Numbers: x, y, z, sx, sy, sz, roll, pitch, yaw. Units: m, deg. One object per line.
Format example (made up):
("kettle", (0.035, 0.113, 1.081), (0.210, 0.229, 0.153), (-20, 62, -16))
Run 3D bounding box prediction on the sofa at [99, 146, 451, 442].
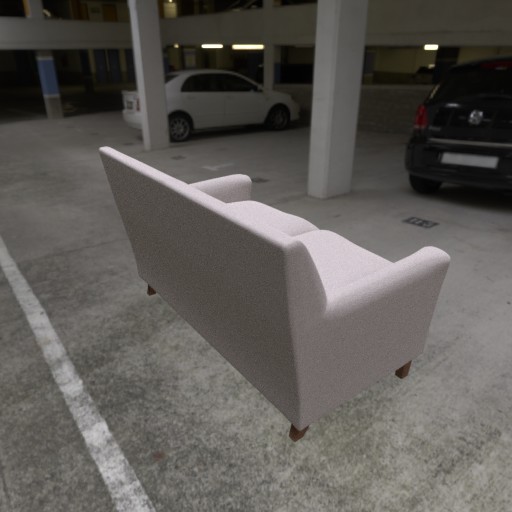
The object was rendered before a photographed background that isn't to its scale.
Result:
("sofa", (0.000, 0.000, 2.104), (0.888, 0.890, 1.482), (-17, 31, -32))
